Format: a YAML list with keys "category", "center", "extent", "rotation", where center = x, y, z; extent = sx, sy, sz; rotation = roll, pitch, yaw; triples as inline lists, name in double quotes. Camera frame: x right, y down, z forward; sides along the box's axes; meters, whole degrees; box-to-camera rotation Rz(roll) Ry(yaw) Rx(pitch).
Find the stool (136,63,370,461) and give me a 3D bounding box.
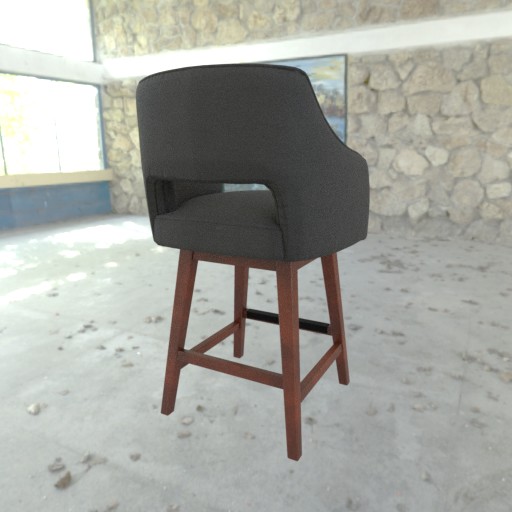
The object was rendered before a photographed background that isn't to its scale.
- category: "stool"
  center: [0.000, 0.000, 1.237]
  extent: [0.548, 0.912, 0.558]
  rotation: [7, 15, 27]
